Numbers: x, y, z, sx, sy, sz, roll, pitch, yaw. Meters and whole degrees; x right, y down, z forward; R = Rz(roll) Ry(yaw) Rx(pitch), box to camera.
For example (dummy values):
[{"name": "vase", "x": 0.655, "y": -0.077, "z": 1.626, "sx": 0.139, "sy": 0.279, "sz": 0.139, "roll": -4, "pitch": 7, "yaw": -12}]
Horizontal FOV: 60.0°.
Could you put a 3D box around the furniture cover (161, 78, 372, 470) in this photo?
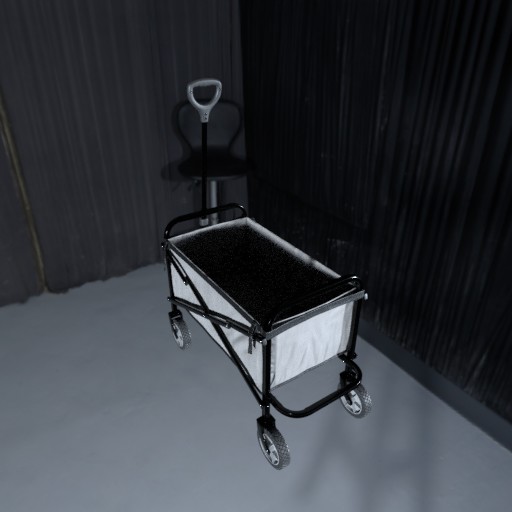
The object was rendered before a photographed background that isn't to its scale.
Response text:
[{"name": "furniture cover", "x": 0.000, "y": 0.000, "z": 1.834, "sx": 0.532, "sy": 1.295, "sz": 1.038, "roll": -18, "pitch": 34, "yaw": -29}]
